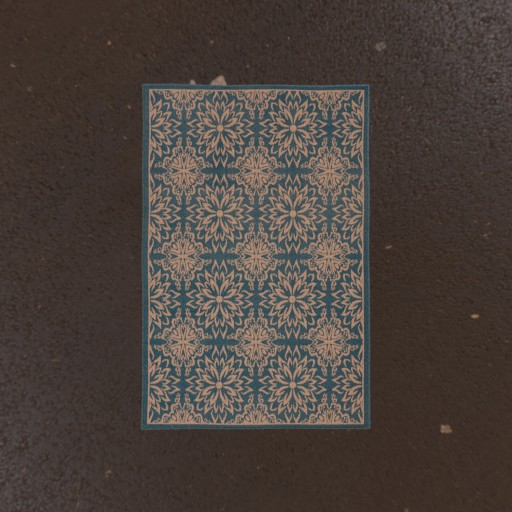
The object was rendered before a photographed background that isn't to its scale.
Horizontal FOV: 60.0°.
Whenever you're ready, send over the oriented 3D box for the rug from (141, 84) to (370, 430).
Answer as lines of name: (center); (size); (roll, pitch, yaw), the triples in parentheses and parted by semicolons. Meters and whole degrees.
rug: (0.000, 0.000, 2.354); (1.211, 0.012, 1.833); (0, 89, 0)
